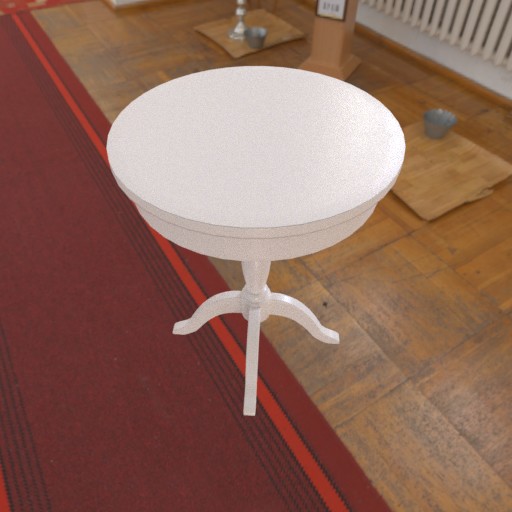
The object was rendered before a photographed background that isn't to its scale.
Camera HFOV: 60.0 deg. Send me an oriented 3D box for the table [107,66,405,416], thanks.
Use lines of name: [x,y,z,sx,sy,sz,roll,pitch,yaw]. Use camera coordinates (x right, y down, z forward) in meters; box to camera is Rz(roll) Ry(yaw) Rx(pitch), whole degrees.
table: [0.000,0.000,1.016,0.513,0.653,0.513,0,46,0]
